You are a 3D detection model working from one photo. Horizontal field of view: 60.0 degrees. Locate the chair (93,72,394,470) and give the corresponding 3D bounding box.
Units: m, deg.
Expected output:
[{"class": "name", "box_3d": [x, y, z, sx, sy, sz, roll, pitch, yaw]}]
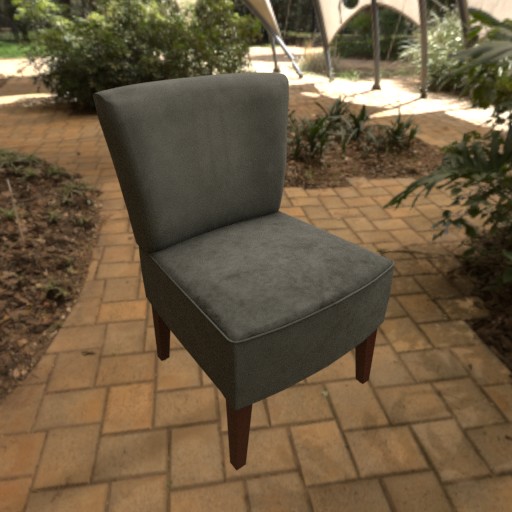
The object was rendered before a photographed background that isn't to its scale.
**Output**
[{"class": "chair", "box_3d": [0.000, 0.000, 1.133, 0.521, 0.806, 0.554, -21, 36, -32]}]
